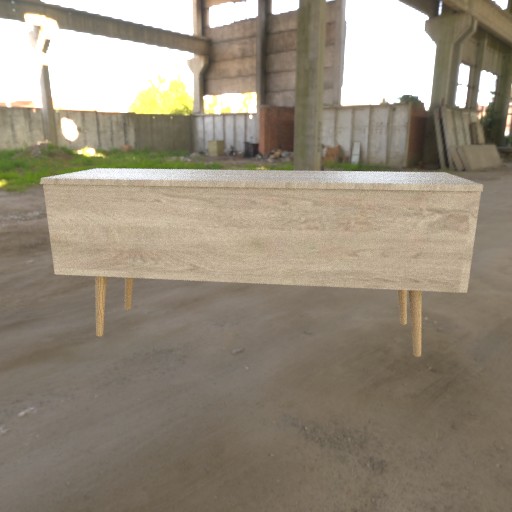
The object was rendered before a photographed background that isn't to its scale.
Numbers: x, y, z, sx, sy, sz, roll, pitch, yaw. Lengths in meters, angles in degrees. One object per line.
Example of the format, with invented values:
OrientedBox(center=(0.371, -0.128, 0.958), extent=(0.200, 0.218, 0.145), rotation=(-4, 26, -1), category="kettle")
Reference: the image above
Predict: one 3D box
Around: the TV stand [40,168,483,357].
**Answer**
OrientedBox(center=(0.000, 0.000, 1.564), extent=(1.313, 0.565, 0.401), rotation=(2, 16, 7), category="TV stand")
